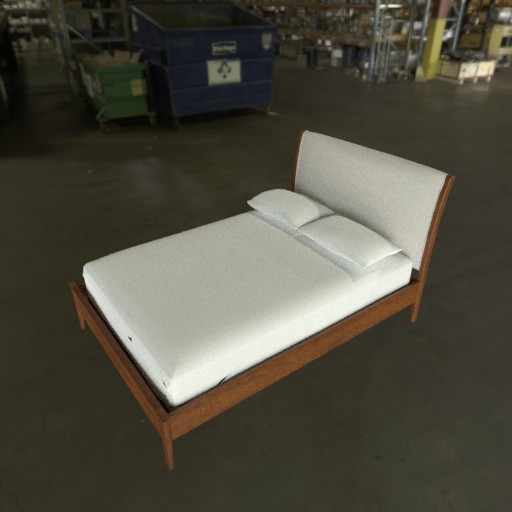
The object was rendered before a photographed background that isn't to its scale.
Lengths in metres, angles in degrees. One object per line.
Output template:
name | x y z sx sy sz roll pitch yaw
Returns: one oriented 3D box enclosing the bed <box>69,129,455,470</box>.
bed | 0.000 0.000 3.345 2.380 1.250 1.612 -20 36 -31
